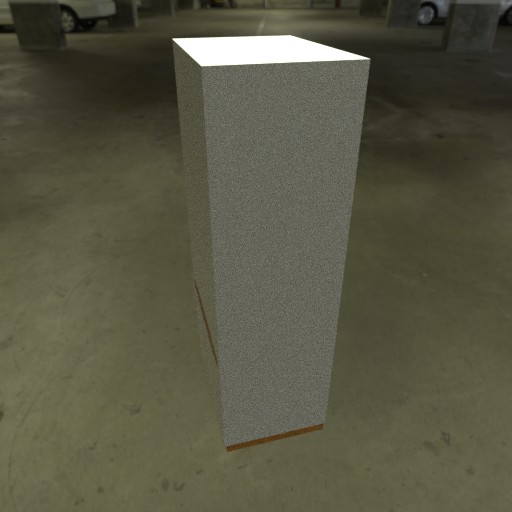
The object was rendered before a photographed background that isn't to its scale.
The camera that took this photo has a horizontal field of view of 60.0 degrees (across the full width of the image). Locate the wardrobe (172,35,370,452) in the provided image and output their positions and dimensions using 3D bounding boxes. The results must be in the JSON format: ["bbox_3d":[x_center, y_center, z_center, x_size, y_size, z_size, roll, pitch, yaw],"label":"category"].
[{"bbox_3d":[0.000,0.000,2.380,0.600,2.040,0.860,-8,32,-13],"label":"wardrobe"}]
